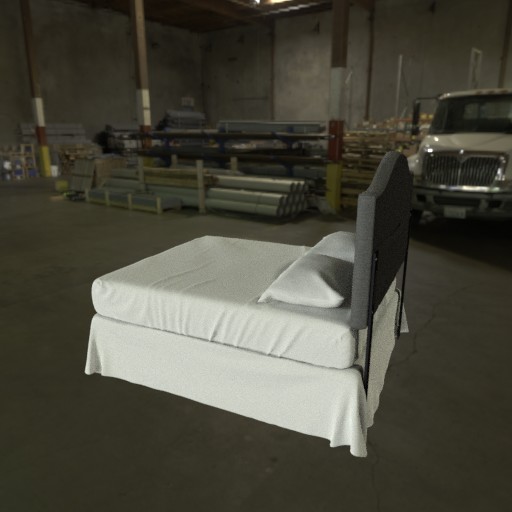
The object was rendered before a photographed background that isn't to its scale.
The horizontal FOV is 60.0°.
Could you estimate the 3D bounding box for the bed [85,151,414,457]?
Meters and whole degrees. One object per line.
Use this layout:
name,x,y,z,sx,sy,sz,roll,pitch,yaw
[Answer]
bed,0.000,0.000,3.487,2.221,1.645,1.876,7,17,24
